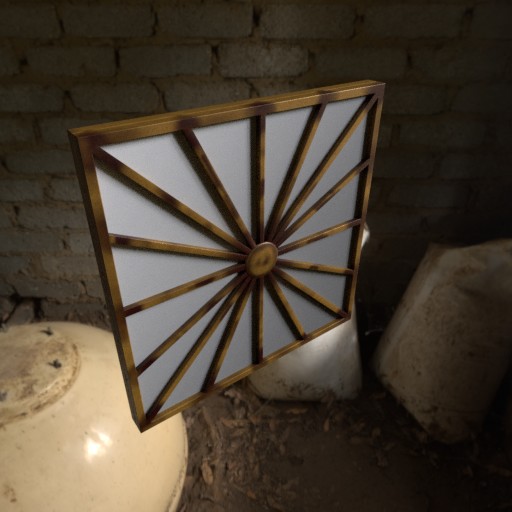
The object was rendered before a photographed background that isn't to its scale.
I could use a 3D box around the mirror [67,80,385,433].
[{"bbox_3d":[0.000,0.000,0.756,0.509,0.507,0.042,-21,38,-30],"label":"mirror"}]
